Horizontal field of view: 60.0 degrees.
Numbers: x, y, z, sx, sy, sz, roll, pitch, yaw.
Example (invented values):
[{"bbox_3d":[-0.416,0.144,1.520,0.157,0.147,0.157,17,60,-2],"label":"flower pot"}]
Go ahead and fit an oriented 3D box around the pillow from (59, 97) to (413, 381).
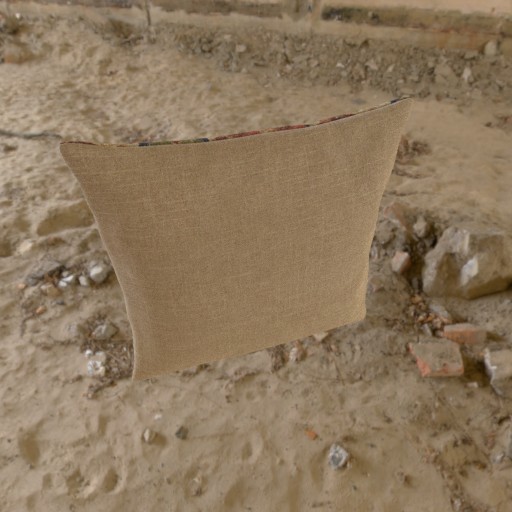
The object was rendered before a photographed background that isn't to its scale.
[{"bbox_3d":[0.000,0.000,0.779,0.523,0.506,0.166,-12,41,-15],"label":"pillow"}]
